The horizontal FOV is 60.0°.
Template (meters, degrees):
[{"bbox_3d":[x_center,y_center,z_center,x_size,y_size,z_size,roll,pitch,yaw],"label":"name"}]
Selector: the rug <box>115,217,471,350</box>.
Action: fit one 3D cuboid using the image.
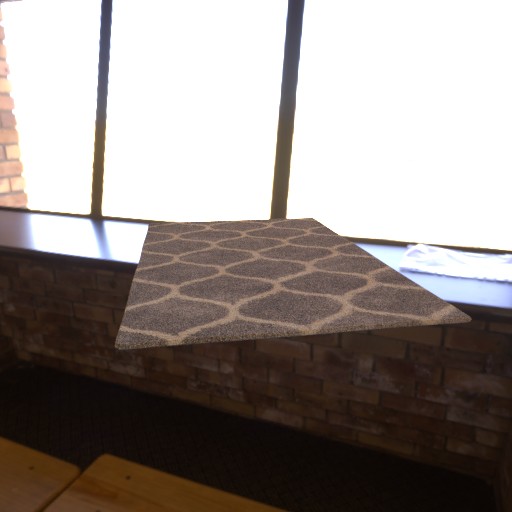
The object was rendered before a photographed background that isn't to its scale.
[{"bbox_3d":[0.000,0.000,2.908,1.501,0.025,2.348,-3,16,-10],"label":"rug"}]
